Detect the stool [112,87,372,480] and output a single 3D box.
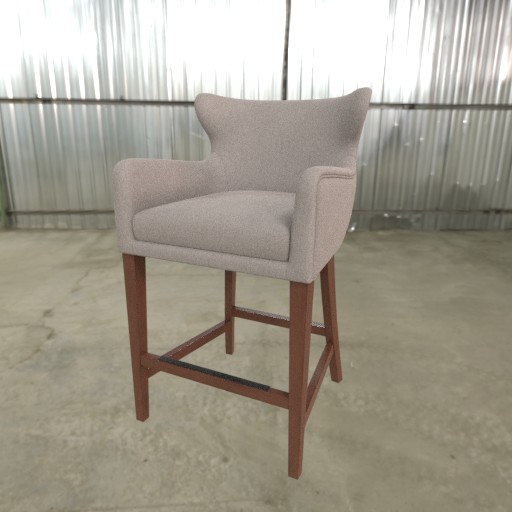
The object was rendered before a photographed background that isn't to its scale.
[{"bbox_3d":[0.000,0.000,1.330,0.575,0.951,0.575,8,18,26],"label":"stool"}]
